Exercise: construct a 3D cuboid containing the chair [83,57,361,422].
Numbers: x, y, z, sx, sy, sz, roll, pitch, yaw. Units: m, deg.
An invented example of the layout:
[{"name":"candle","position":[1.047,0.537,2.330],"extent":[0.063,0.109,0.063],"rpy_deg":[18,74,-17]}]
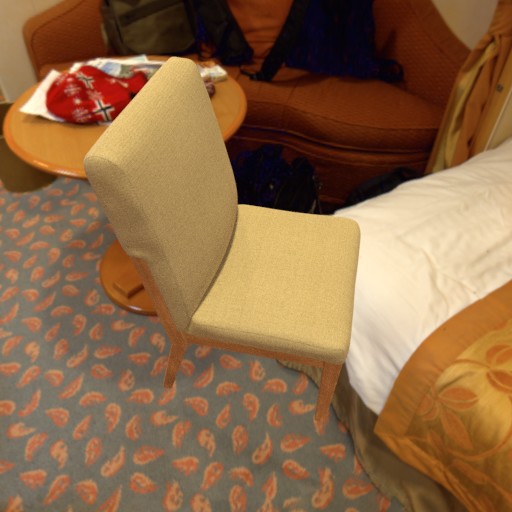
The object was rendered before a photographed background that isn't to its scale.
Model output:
[{"name":"chair","position":[0.000,0.000,1.272],"extent":[0.586,0.911,0.507],"rpy_deg":[10,47,9]}]
